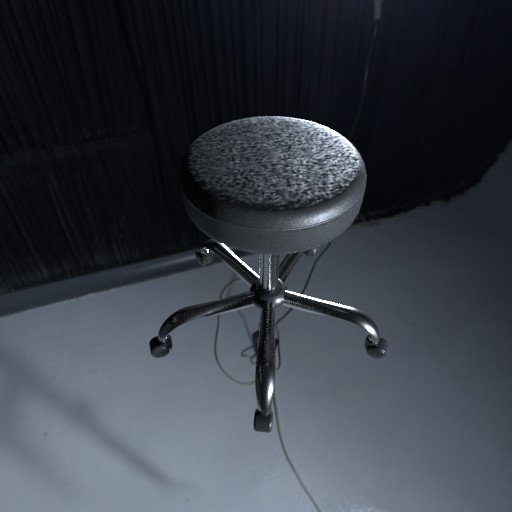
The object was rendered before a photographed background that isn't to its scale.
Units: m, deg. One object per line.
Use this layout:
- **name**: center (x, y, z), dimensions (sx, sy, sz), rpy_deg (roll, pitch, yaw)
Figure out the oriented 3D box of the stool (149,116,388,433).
- **stool**: center (0.000, 0.000, 1.142), dimensions (0.638, 0.576, 0.673), rpy_deg (-14, 47, -14)
